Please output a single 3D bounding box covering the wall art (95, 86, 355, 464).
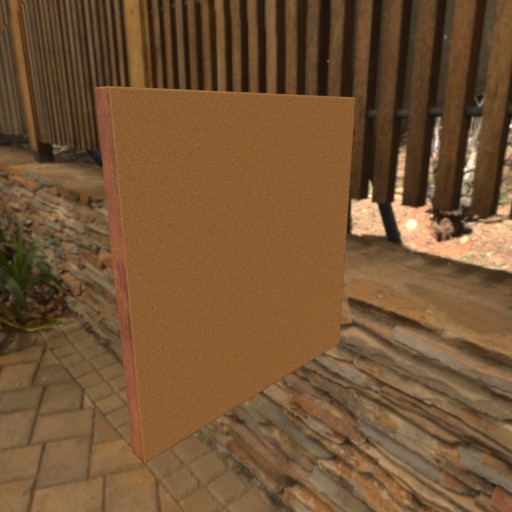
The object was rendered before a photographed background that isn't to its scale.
[{"bbox_3d":[0.000,0.000,0.831,0.037,0.572,0.554,17,24,42],"label":"wall art"}]
